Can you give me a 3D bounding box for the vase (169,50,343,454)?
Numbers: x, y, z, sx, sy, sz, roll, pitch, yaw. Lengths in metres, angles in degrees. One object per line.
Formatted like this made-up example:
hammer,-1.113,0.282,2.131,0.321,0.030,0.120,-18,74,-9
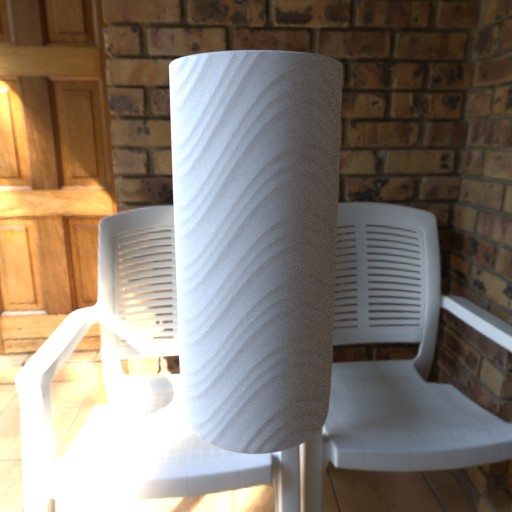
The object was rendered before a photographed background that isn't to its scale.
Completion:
vase,0.000,0.000,0.397,0.143,0.316,0.143,0,15,0
